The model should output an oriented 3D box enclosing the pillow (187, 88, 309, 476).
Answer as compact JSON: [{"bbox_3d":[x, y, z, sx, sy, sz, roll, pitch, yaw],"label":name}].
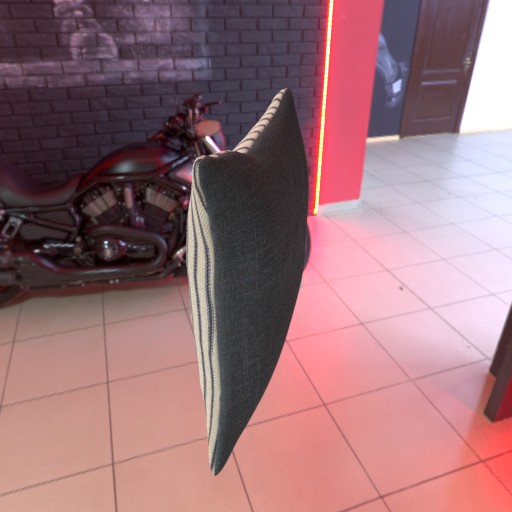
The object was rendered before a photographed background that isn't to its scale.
[{"bbox_3d":[0.000,0.000,0.699,0.138,0.444,0.468,7,30,12],"label":"pillow"}]
